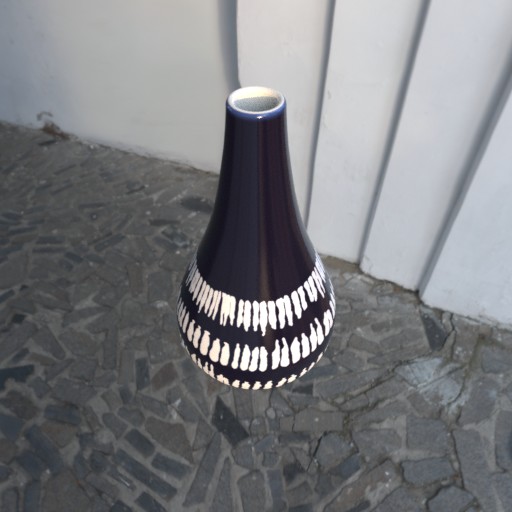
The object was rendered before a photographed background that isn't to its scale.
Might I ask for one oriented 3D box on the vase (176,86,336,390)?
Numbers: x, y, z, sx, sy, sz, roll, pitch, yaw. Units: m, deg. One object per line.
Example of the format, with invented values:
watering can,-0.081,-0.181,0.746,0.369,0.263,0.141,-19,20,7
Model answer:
vase,0.000,0.000,0.391,0.159,0.295,0.159,0,47,0
